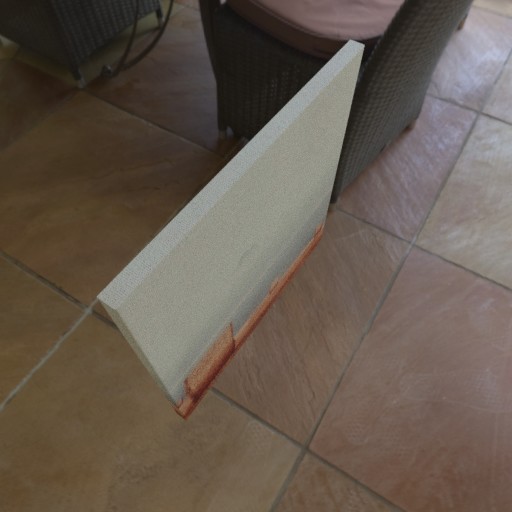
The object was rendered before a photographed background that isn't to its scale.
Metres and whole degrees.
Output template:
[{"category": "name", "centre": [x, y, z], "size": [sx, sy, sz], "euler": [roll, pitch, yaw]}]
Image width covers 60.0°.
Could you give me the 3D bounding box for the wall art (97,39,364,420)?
[{"category": "wall art", "centre": [0.000, 0.000, 0.598], "size": [0.023, 0.405, 0.405], "euler": [31, 63, 17]}]
